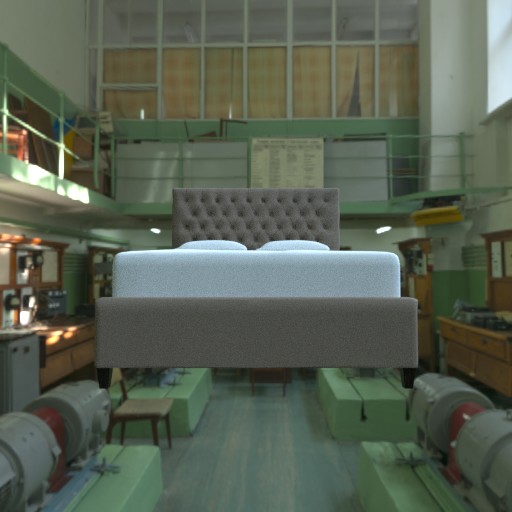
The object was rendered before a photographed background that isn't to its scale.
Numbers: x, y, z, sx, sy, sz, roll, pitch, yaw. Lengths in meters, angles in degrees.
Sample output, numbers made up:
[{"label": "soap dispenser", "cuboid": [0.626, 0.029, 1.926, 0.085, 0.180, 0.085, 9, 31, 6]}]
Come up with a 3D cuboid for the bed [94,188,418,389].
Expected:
[{"label": "bed", "cuboid": [0.000, 0.000, 3.392, 1.696, 1.426, 2.233, 0, -1, 0]}]
